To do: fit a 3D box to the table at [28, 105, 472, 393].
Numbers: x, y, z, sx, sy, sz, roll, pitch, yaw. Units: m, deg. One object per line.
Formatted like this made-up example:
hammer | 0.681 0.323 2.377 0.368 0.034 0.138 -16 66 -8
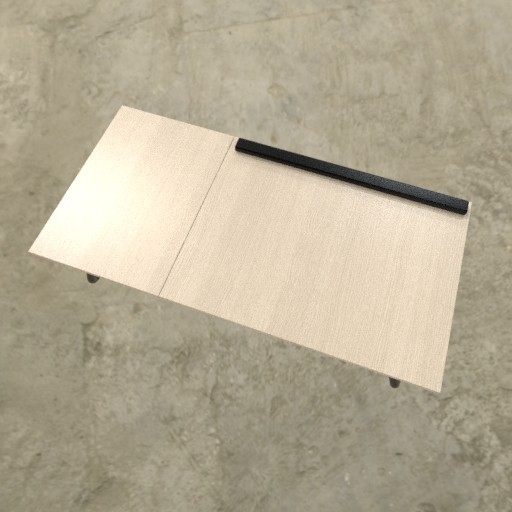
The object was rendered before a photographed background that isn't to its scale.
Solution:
table | 0.000 0.000 0.809 0.644 0.242 0.322 18 65 8
